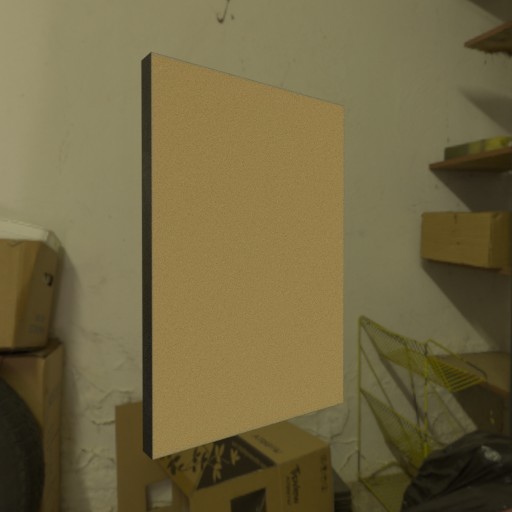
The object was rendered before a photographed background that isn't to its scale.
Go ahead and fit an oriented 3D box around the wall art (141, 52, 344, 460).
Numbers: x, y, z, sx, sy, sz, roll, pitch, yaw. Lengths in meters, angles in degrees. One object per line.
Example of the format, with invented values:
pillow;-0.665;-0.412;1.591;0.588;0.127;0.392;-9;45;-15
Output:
wall art;0.000;0.000;0.601;0.313;0.457;0.031;-1;1;-36
